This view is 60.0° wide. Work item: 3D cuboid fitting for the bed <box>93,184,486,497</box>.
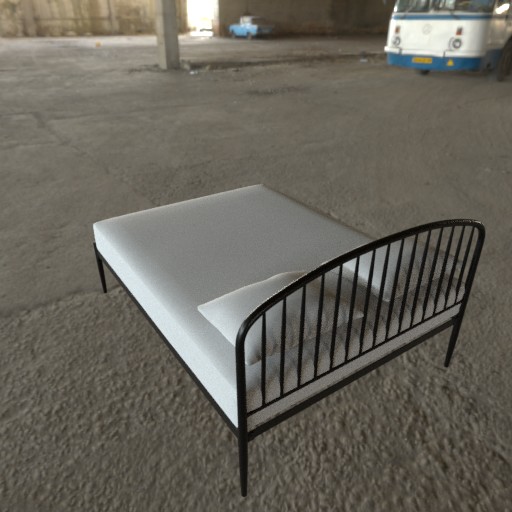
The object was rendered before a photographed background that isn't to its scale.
[{"bbox_3d":[0.000,0.000,3.003,1.618,1.166,2.159,-18,34,-29],"label":"bed"}]
